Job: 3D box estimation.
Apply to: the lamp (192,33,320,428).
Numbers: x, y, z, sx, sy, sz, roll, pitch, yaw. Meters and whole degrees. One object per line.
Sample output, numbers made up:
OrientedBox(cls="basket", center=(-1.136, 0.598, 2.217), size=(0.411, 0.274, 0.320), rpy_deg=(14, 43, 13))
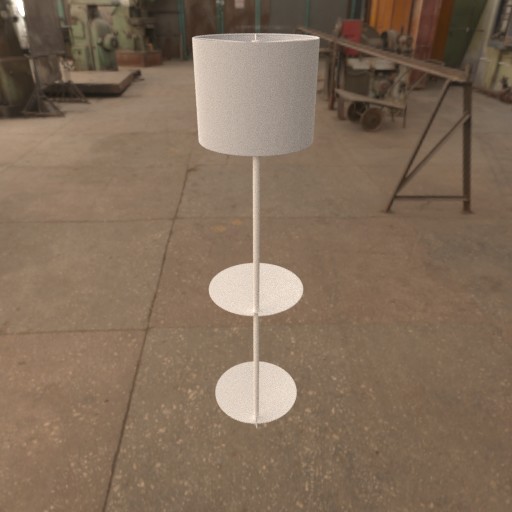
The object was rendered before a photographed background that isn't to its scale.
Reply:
OrientedBox(cls="lamp", center=(0.000, 0.000, 1.654), size=(0.372, 1.465, 0.405), rpy_deg=(0, 30, 0))
